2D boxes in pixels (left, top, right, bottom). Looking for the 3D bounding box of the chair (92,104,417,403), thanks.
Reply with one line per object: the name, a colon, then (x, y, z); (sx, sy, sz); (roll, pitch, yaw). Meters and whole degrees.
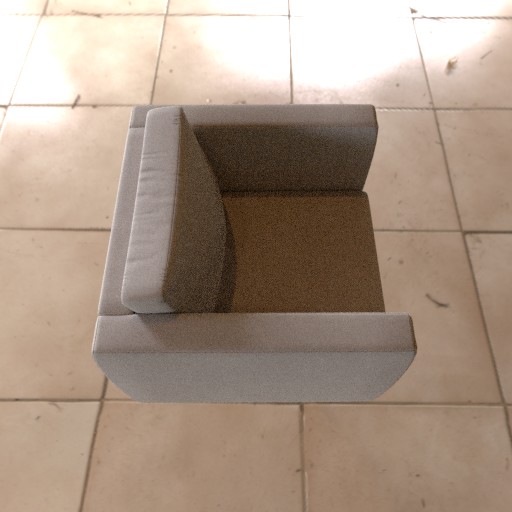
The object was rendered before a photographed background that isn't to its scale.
chair: (0.000, 0.000, 1.693); (0.930, 0.860, 1.000); (0, 63, 0)
